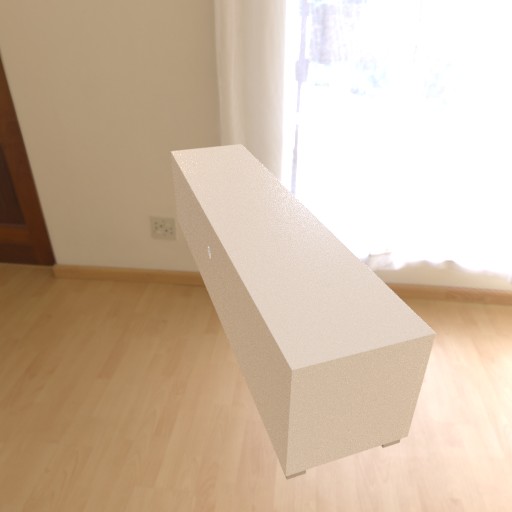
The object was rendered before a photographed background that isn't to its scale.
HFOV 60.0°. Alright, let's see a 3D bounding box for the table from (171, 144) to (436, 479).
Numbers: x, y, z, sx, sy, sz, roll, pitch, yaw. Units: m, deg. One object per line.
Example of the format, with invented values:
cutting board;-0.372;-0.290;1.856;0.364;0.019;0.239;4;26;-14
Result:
table;0.000;0.000;1.828;0.390;0.420;1.650;-10;33;-16
